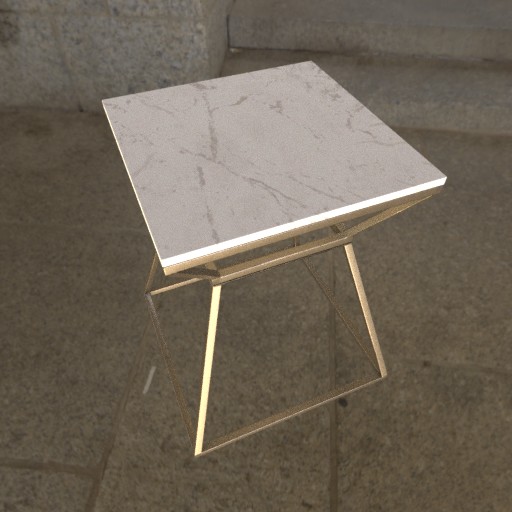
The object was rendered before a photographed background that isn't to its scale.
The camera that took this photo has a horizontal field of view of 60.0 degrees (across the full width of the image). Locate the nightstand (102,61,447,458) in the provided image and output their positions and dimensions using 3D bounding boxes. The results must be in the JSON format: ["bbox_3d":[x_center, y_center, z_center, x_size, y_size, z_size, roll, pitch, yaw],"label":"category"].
[{"bbox_3d":[0.000,0.000,0.889,0.455,0.554,0.455,-17,49,-15],"label":"nightstand"}]
